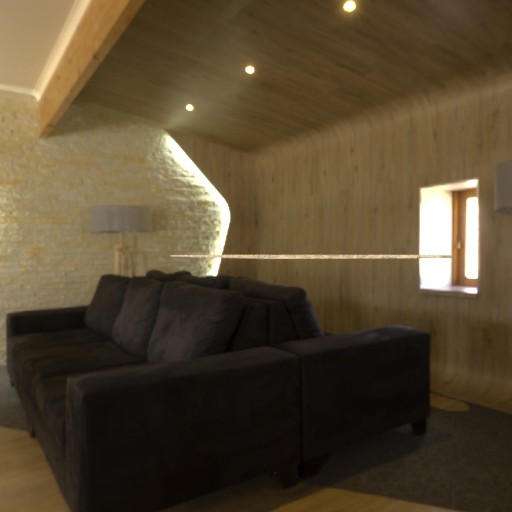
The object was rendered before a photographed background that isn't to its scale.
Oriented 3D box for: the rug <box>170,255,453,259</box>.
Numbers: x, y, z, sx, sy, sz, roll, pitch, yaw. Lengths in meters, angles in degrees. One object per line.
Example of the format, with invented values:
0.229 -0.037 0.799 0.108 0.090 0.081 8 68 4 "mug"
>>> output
0.000 0.000 2.510 0.700 0.014 2.290 0 0 -18 "rug"
